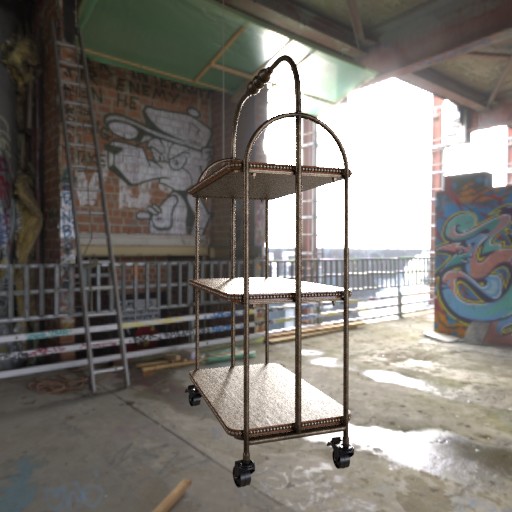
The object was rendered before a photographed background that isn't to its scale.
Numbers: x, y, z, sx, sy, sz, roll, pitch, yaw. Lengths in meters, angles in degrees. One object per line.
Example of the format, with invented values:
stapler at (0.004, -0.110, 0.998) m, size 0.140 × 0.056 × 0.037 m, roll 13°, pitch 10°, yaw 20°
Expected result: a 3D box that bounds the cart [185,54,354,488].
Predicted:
cart at (0.000, 0.000, 1.325) m, size 0.330 × 1.052 × 0.650 m, roll 0°, pitch 1°, yaw -19°
